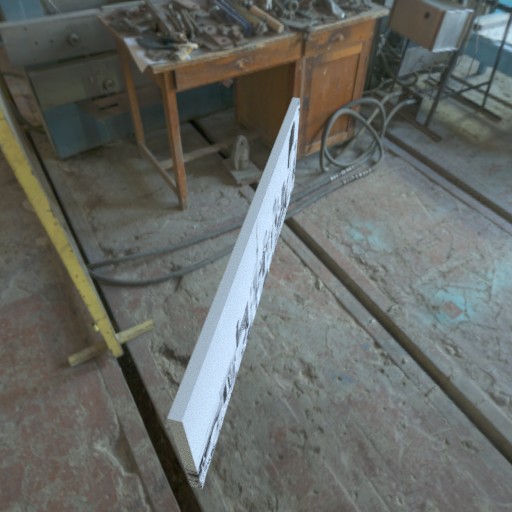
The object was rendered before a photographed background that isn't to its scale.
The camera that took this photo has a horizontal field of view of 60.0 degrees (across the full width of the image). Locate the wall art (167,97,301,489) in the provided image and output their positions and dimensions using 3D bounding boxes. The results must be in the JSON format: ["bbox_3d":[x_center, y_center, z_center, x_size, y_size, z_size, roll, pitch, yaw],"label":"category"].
[{"bbox_3d":[0.000,0.000,1.680,0.039,0.507,1.520,10,48,9],"label":"wall art"}]
